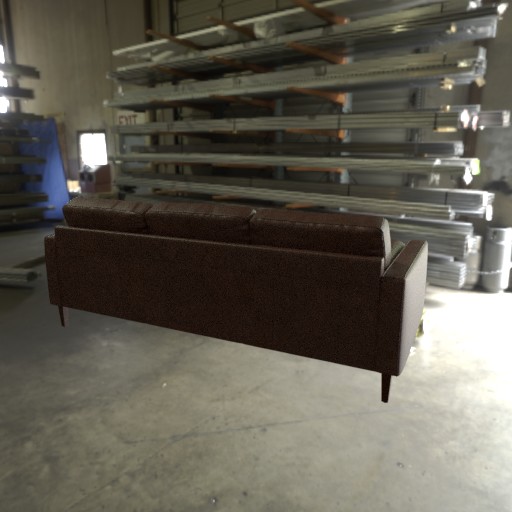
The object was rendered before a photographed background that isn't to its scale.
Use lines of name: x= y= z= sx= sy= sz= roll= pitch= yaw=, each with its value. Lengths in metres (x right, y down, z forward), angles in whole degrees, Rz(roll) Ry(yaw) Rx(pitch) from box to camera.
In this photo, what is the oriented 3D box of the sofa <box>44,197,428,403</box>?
sofa: x=0.000 y=0.000 z=3.014 sx=2.185 sy=0.841 sz=1.613 roll=6 pitch=15 yaw=25
